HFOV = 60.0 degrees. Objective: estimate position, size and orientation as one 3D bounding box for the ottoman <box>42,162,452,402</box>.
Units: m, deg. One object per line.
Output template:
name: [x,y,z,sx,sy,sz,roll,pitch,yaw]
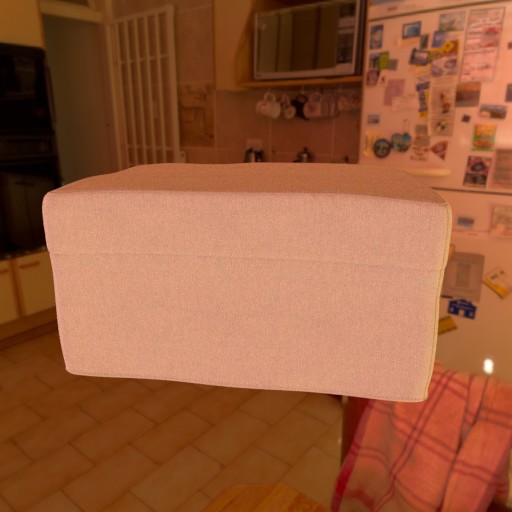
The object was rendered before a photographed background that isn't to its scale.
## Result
ottoman: [0.000,0.000,1.224,0.833,0.461,0.648,2,17,8]
